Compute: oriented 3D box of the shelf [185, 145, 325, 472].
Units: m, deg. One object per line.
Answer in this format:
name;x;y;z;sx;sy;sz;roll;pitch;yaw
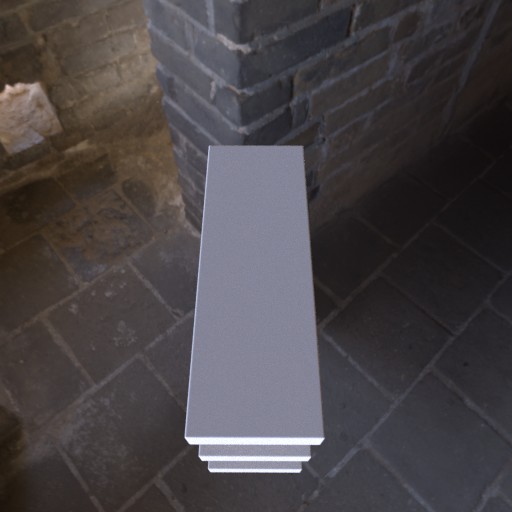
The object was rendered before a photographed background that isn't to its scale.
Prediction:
shelf;0.000;0.000;0.726;0.140;0.293;0.610;0;58;0
